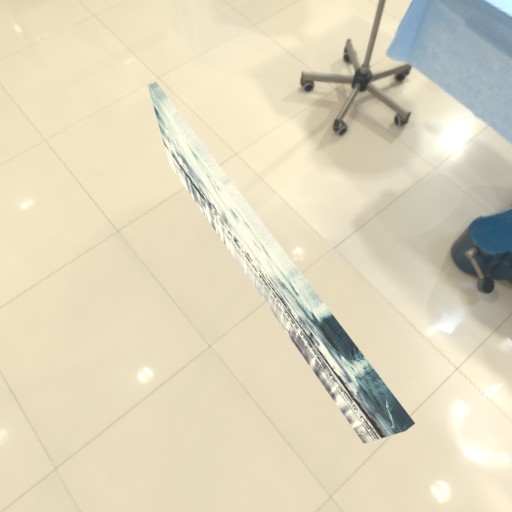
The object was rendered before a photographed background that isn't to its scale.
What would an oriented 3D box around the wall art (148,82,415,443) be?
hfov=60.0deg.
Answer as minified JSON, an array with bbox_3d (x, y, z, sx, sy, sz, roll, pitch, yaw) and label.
[{"bbox_3d":[0.000,0.000,1.701,0.037,0.509,1.524,-30,67,-14],"label":"wall art"}]
